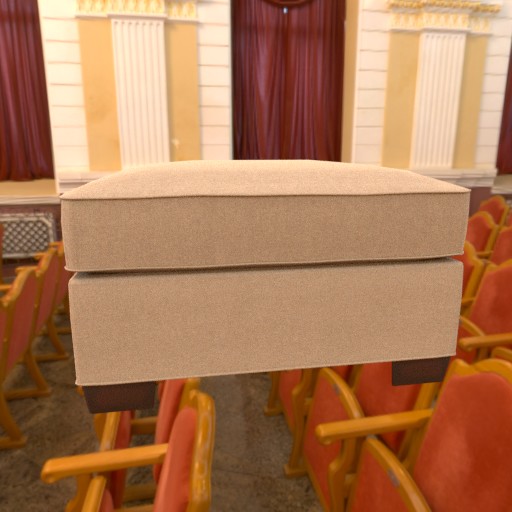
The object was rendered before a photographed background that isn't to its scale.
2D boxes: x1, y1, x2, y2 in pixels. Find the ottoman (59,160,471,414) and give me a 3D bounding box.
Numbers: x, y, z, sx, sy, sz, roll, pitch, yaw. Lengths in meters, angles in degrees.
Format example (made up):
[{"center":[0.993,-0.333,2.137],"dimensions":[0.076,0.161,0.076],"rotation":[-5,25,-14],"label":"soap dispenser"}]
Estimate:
[{"center":[0.000,0.000,1.199],"dimensions":[0.846,0.503,0.617],"rotation":[-2,14,-9],"label":"ottoman"}]
